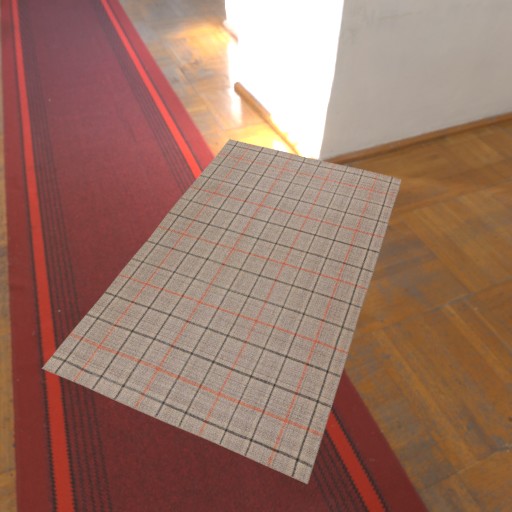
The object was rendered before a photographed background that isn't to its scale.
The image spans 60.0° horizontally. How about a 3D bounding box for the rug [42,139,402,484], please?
[{"bbox_3d":[0.000,0.000,2.988,1.524,0.015,2.439,17,50,15],"label":"rug"}]
